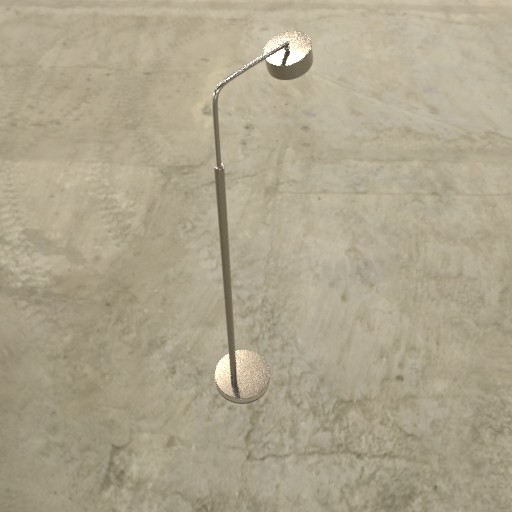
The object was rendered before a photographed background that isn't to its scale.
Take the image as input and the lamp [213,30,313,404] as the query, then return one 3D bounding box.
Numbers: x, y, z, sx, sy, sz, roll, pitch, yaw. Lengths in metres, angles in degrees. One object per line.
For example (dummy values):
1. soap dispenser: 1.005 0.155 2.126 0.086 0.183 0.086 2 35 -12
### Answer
1. lamp: 0.000 0.000 1.424 0.222 1.250 0.421 25 50 23
